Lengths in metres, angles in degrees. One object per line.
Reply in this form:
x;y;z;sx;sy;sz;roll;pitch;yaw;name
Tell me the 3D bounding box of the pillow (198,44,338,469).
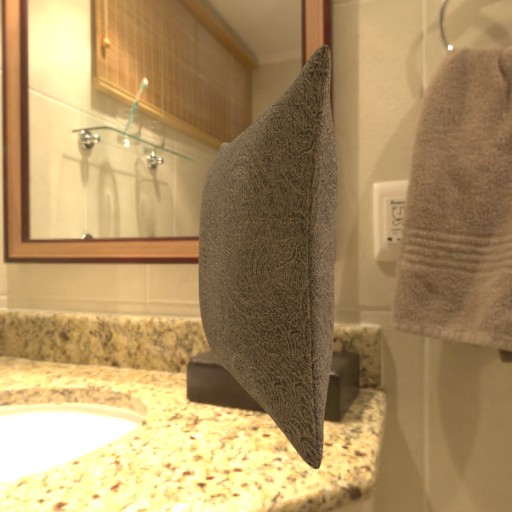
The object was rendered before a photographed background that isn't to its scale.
0.000;0.000;0.776;0.166;0.510;0.523;0;1;-18;pillow
